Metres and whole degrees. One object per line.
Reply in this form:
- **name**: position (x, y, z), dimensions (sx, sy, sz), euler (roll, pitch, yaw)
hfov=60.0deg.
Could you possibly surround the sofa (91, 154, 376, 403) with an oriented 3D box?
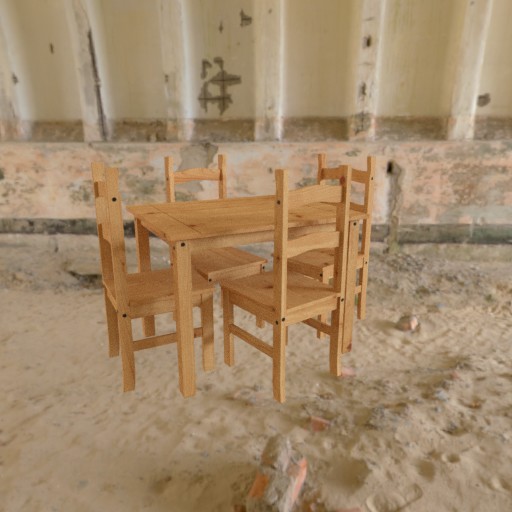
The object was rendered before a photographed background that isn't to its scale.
- **sofa**: position (0.000, 0.000, 2.357), dimensions (1.529, 1.000, 1.144), euler (-8, 18, -26)
